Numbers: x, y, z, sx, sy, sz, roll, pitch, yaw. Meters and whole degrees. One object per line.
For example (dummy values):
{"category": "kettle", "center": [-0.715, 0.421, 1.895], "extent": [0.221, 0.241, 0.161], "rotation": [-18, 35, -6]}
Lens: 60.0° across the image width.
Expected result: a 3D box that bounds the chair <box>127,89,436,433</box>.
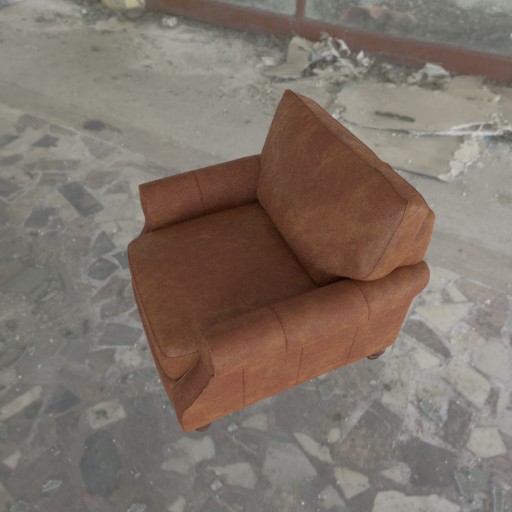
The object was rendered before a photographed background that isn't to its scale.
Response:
{"category": "chair", "center": [0.000, 0.000, 1.769], "extent": [0.986, 0.962, 0.983], "rotation": [-17, 48, -16]}
